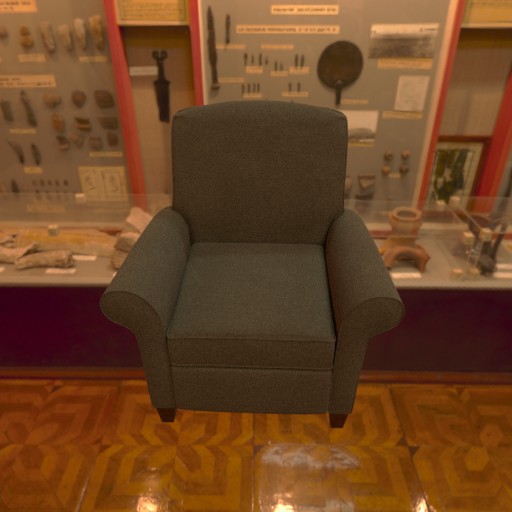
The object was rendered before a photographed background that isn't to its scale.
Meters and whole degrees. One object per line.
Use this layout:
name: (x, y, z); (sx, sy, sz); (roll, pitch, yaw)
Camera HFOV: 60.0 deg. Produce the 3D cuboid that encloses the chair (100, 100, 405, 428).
chair: (0.000, 0.000, 1.819); (0.978, 1.061, 0.905); (1, 31, 2)
